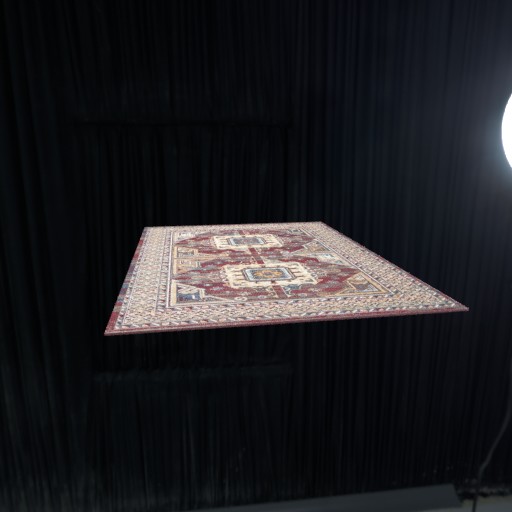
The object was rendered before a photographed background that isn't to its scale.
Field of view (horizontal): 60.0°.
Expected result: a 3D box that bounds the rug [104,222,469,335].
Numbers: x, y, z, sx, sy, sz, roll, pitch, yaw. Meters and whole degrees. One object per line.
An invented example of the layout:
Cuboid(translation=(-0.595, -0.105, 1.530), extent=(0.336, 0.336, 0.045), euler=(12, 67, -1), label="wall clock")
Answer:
Cuboid(translation=(0.000, 0.000, 2.948), extent=(1.599, 0.011, 2.210), euler=(-2, 15, -9), label="rug")
